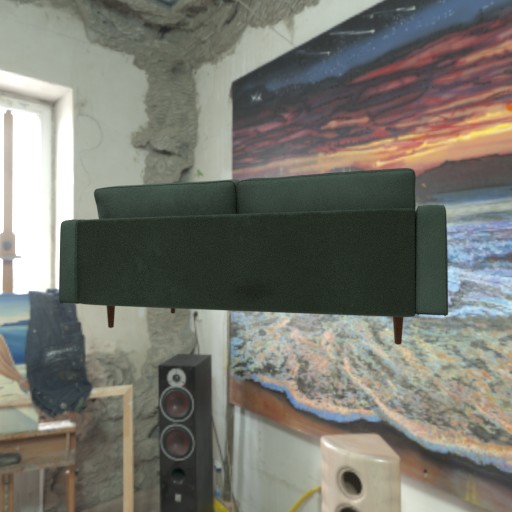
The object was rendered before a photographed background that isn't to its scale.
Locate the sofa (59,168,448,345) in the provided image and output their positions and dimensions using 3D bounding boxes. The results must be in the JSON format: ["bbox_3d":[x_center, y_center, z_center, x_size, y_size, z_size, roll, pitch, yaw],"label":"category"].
[{"bbox_3d":[0.000,0.000,2.424,1.880,0.772,0.916,0,-1,19],"label":"sofa"}]
